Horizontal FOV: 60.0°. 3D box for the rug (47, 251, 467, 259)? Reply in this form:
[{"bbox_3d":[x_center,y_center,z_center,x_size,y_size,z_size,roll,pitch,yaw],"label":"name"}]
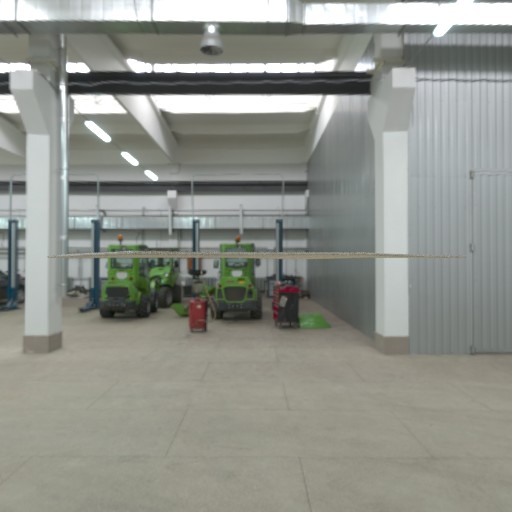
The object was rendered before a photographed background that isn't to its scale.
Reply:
[{"bbox_3d":[0.000,0.000,2.933,2.264,0.030,1.624,1,-1,-35],"label":"rug"}]
